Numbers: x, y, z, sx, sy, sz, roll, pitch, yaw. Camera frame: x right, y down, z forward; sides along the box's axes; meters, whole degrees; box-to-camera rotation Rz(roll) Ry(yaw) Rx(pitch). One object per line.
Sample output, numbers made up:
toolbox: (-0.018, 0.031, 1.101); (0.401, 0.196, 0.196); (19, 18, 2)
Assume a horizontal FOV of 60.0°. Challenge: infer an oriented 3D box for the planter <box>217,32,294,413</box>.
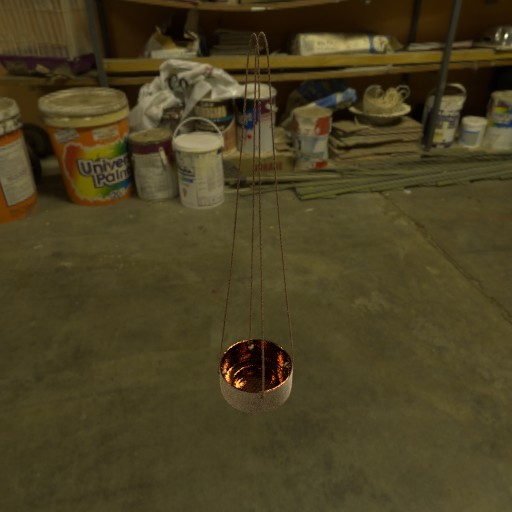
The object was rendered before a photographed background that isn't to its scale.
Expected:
planter: (0.000, 0.000, 1.140); (0.223, 1.030, 0.223); (21, 38, 29)
